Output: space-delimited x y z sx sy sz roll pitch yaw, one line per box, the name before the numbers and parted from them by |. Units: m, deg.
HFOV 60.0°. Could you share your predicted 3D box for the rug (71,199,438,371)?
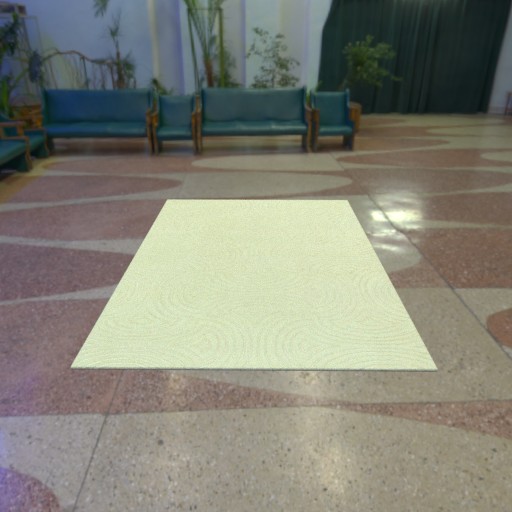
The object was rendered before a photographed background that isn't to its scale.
rug | 0.000 0.000 2.794 1.526 0.015 2.132 0 26 0
